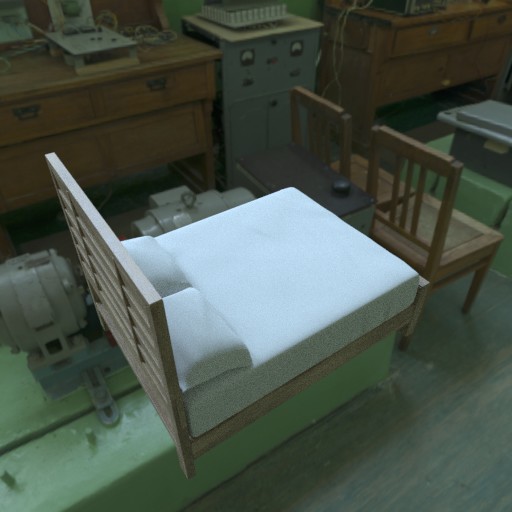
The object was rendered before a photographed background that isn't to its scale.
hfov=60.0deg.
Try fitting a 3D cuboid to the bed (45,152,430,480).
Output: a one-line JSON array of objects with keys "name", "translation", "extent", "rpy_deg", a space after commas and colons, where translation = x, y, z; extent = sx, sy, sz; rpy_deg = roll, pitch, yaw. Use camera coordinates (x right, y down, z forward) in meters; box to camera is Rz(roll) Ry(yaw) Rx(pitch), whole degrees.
[{"name": "bed", "translation": [0.000, 0.000, 3.341], "extent": [2.197, 1.626, 1.626], "rpy_deg": [-24, 45, -26]}]
